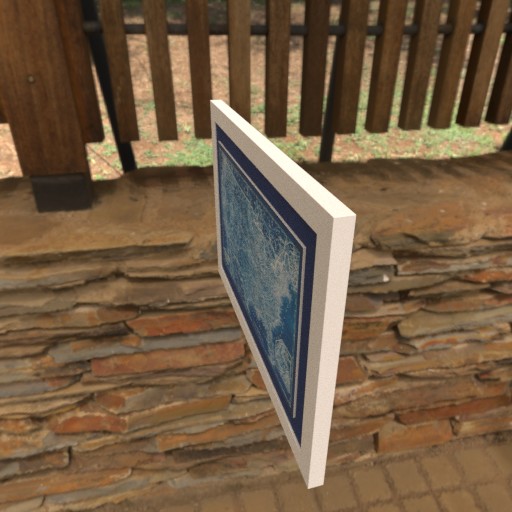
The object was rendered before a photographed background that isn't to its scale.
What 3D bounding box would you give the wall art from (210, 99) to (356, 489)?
[{"bbox_3d":[0.000,0.000,1.672,0.051,0.902,1.308,-8,31,-14],"label":"wall art"}]
